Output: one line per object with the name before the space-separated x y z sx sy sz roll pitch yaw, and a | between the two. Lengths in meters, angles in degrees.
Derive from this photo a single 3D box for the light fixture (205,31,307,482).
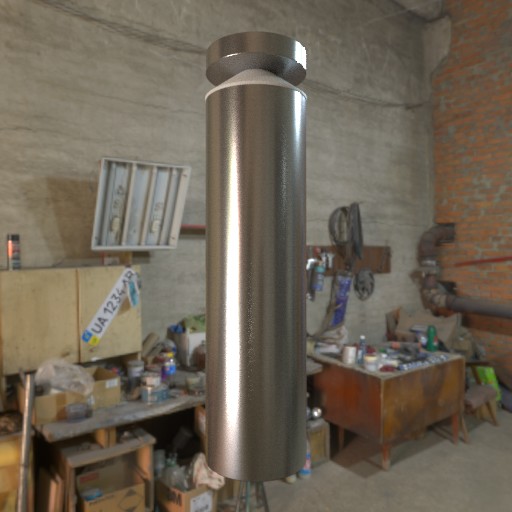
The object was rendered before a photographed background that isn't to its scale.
light fixture | 0.000 0.000 0.443 0.102 0.400 0.102 0 0 17
